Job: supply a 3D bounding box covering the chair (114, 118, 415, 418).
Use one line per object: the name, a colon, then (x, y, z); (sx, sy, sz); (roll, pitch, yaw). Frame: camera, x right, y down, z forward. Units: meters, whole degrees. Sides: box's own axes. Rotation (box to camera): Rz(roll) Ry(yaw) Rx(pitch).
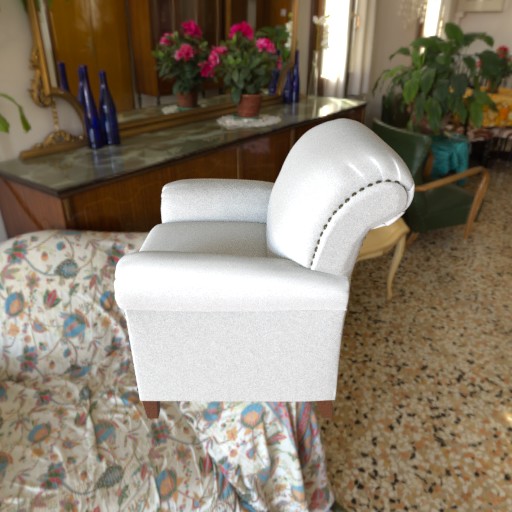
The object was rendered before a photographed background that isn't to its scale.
chair: (0.000, 0.000, 1.656); (0.890, 0.927, 0.854); (0, 27, 0)
